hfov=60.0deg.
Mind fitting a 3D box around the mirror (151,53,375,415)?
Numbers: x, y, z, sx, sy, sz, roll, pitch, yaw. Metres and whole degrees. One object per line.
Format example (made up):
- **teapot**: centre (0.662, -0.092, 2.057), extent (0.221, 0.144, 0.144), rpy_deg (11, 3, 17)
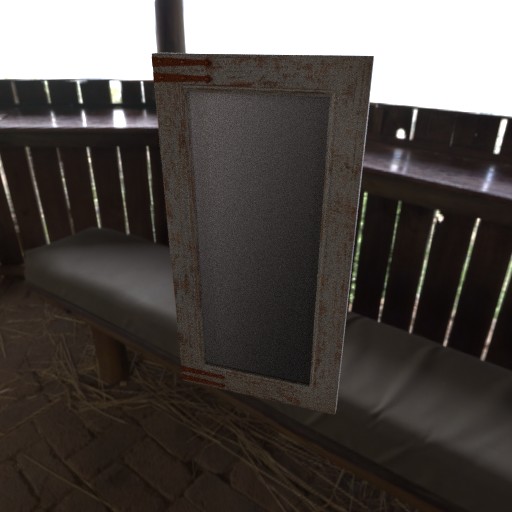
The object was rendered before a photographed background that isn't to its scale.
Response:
- **mirror**: centre (0.000, 0.000, 1.113), extent (0.472, 0.922, 0.027), rpy_deg (8, 28, 15)
